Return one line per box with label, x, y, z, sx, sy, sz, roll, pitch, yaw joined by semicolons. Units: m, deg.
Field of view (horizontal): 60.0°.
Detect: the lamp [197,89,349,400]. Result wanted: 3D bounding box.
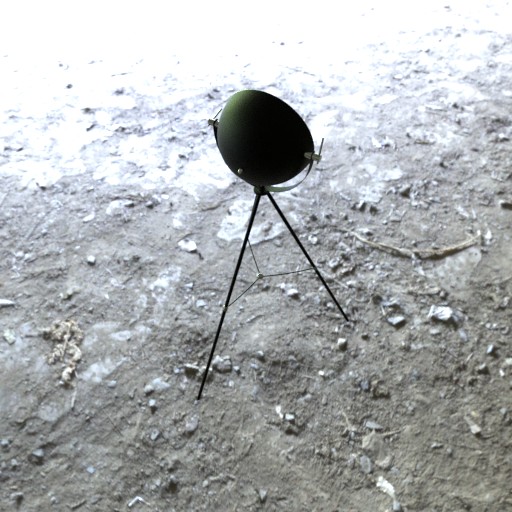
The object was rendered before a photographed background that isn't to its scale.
lamp;0.000;0.000;2.029;0.817;1.512;0.920;24;52;20
